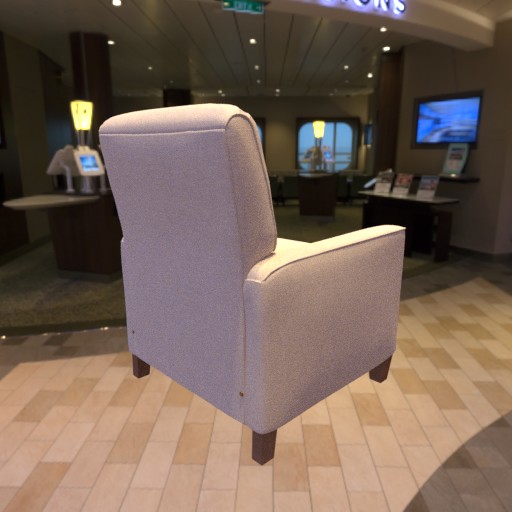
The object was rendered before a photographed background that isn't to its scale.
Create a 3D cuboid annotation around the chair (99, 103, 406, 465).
[{"bbox_3d":[0.000,0.000,1.668,0.858,1.023,0.841,-13,19,-43],"label":"chair"}]
